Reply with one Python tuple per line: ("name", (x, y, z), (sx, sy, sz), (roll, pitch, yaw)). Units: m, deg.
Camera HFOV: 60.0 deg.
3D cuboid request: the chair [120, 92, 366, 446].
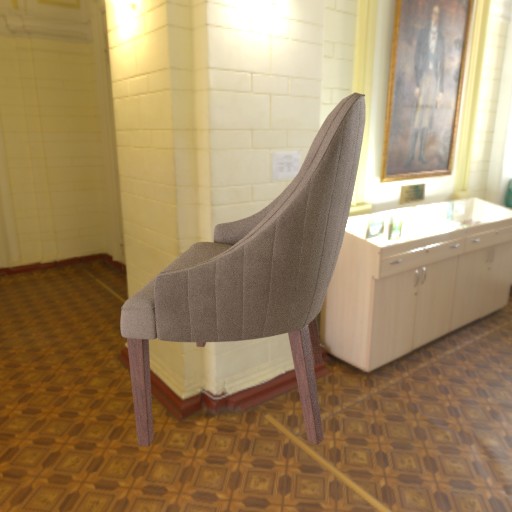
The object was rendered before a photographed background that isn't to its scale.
("chair", (0.000, 0.000, 1.296), (0.575, 0.889, 0.643), (2, 15, 8))
